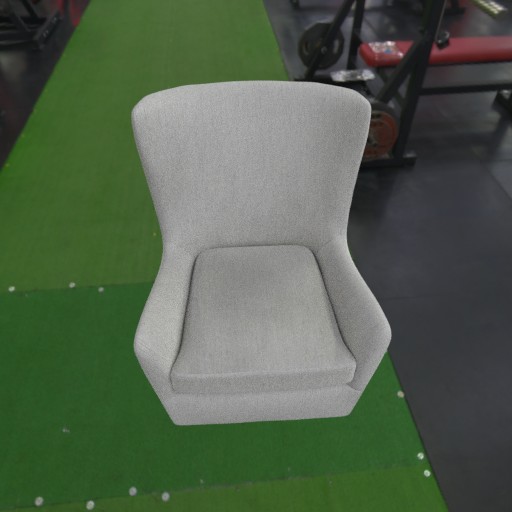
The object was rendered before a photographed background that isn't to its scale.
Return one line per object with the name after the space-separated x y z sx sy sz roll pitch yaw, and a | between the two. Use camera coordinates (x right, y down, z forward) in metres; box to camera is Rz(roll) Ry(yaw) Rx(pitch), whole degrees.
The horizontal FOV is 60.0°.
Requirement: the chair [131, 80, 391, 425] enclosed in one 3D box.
0.000 0.000 1.646 0.779 1.000 0.904 -2 46 -2 | chair
